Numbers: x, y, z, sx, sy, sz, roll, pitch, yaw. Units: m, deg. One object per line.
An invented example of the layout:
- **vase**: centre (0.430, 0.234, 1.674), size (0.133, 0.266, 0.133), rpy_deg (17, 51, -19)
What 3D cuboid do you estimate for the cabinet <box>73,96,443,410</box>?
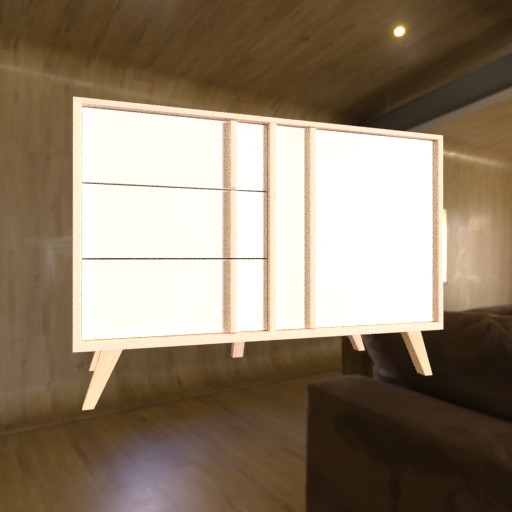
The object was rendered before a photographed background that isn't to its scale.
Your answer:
- **cabinet**: centre (0.000, 0.000, 1.497), size (1.110, 0.780, 0.500), rpy_deg (0, 0, -18)
